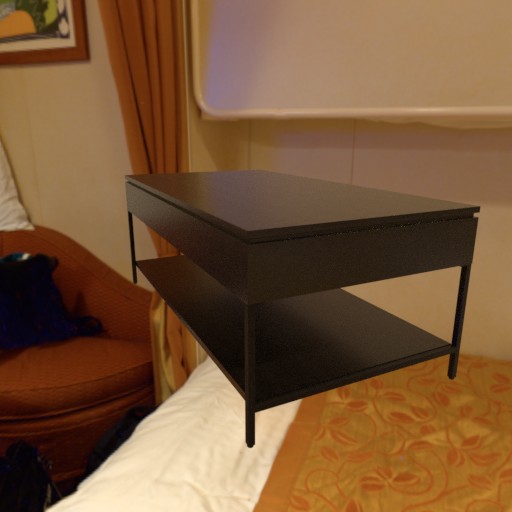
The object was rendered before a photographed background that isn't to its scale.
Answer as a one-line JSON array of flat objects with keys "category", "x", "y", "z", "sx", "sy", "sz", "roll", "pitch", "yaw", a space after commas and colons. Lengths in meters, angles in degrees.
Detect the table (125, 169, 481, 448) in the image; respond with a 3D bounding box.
[{"category": "table", "x": 0.000, "y": 0.000, "z": 1.395, "sx": 0.574, "sy": 0.435, "sz": 1.095, "roll": -8, "pitch": 17, "yaw": -25}]
